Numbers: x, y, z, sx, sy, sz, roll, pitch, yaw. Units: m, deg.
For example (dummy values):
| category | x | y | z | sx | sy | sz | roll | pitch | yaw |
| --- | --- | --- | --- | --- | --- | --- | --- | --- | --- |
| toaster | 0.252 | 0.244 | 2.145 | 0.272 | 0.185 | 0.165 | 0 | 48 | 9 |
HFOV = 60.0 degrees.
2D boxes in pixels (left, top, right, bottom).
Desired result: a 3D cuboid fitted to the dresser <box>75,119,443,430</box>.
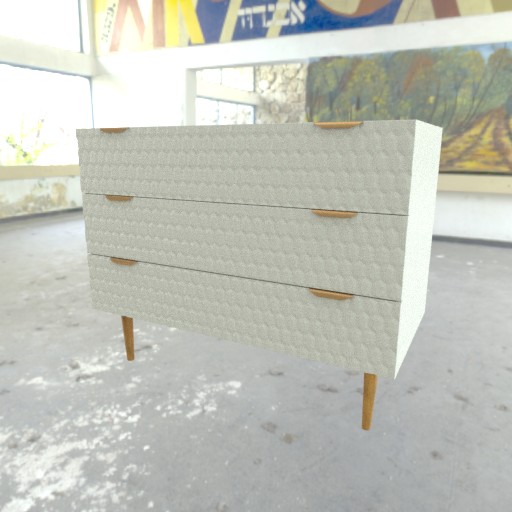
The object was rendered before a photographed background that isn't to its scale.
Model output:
| category | x | y | z | sx | sy | sz | roll | pitch | yaw |
| --- | --- | --- | --- | --- | --- | --- | --- | --- | --- |
| dresser | 0.000 | 0.000 | 1.300 | 0.905 | 0.721 | 0.457 | 7 | 16 | 27 |
